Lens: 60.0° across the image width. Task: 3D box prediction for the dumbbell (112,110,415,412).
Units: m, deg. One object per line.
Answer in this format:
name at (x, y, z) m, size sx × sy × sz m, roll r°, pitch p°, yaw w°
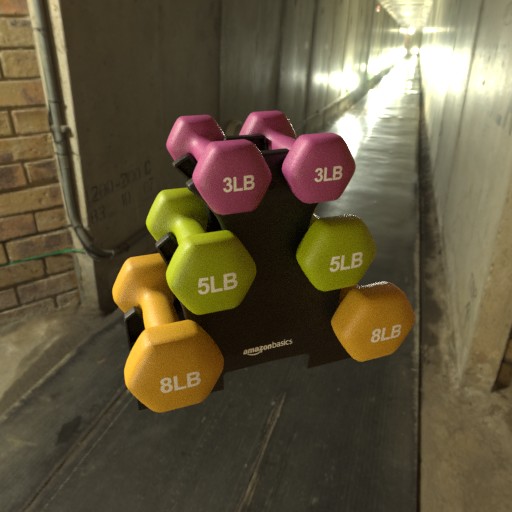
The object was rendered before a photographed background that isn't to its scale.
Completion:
dumbbell at (0.000, 0.000, 0.468) m, size 0.300 × 0.271 × 0.190 m, roll -9°, pitch 28°, yaw -17°
